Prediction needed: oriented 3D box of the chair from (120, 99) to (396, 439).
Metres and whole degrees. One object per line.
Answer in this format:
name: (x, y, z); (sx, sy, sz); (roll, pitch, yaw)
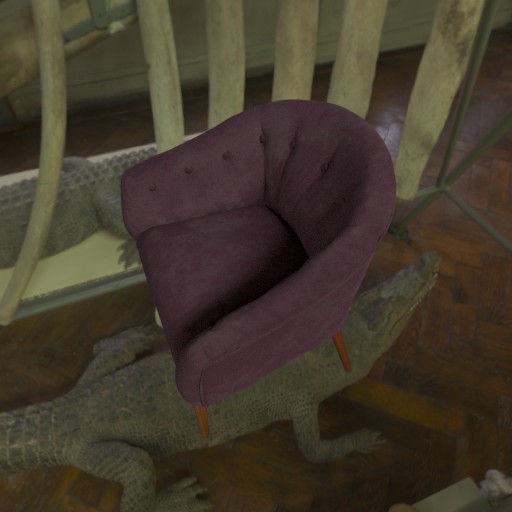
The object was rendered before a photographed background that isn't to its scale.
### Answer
chair: (0.000, 0.000, 1.538); (0.776, 0.885, 0.851); (-17, 50, -15)
